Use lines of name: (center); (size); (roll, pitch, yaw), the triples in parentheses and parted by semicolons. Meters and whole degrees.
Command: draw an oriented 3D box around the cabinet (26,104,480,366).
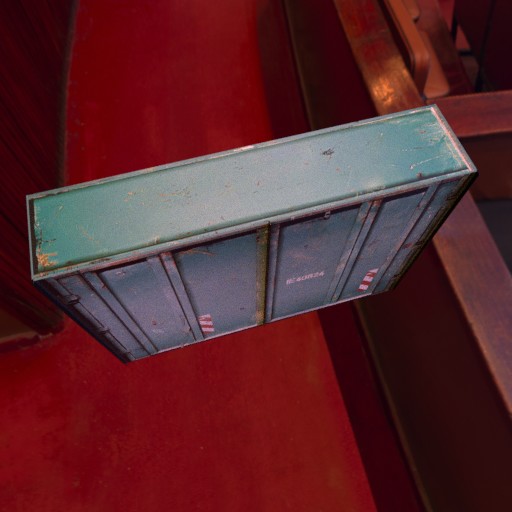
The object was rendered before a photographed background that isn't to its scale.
cabinet: (0.000, 0.000, 3.967); (3.001, 2.160, 0.680); (-14, 64, -7)
